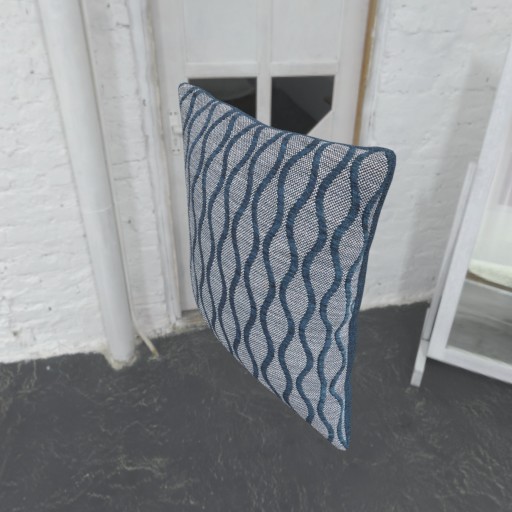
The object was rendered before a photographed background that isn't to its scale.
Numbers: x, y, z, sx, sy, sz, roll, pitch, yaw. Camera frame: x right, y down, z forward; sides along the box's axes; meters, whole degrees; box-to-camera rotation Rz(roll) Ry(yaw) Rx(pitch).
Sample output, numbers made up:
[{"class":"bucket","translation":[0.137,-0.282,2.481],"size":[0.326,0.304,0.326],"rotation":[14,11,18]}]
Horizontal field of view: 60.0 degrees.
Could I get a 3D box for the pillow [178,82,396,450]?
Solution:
[{"class":"pillow","translation":[0.000,0.000,0.662],"size":[0.159,0.435,0.435],"rotation":[-21,38,-29]}]
